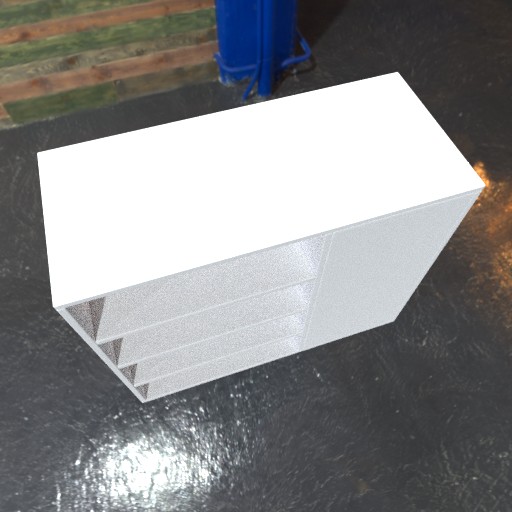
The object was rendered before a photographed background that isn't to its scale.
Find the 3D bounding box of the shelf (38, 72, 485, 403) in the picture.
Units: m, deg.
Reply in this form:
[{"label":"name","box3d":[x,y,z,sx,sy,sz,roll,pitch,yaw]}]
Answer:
[{"label":"shelf","box3d":[0.000,0.000,1.274,0.895,0.732,0.396,-16,60,-9]}]
